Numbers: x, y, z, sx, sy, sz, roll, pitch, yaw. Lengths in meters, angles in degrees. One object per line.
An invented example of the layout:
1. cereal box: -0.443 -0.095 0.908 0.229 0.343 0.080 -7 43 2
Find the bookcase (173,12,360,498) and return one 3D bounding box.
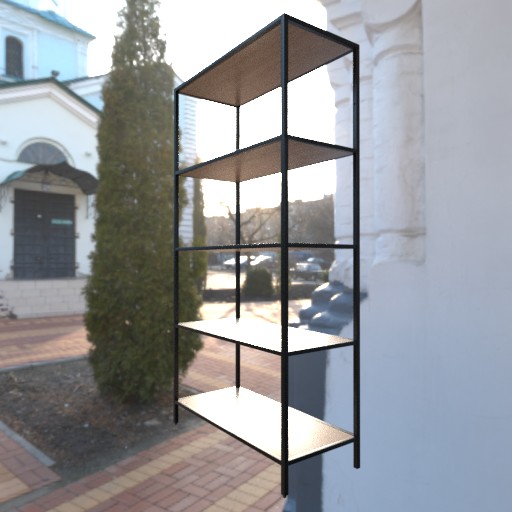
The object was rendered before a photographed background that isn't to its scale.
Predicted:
1. bookcase: 0.000 0.000 1.777 0.350 1.500 0.770 0 -1 -36
